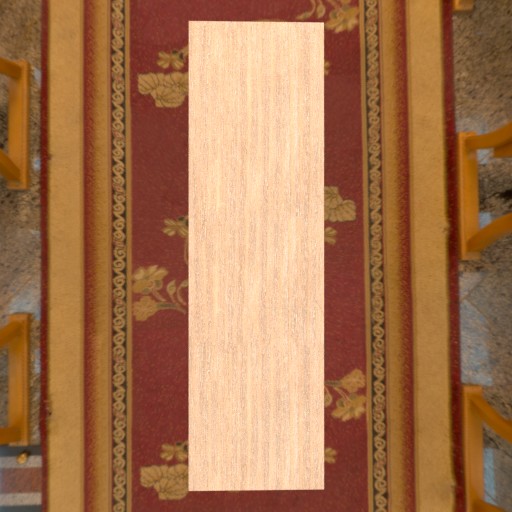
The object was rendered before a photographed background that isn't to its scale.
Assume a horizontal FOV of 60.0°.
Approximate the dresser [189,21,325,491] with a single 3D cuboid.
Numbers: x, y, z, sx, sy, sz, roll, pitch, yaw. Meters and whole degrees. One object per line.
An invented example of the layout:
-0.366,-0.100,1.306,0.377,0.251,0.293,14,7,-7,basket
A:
0.000,0.000,1.899,0.457,0.914,1.524,0,90,-1,dresser
